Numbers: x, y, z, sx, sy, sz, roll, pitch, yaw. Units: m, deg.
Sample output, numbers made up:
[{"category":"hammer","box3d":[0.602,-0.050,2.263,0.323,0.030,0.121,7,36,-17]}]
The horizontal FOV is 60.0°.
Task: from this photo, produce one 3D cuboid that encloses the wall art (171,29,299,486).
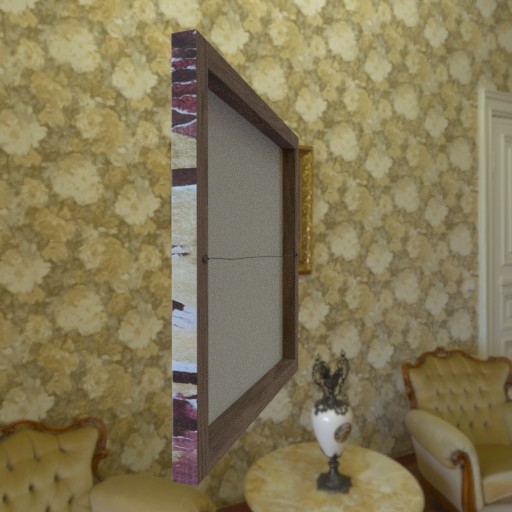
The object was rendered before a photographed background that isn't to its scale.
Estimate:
[{"category":"wall art","box3d":[0.000,0.000,0.888,0.041,0.613,0.609,0,1,18]}]
